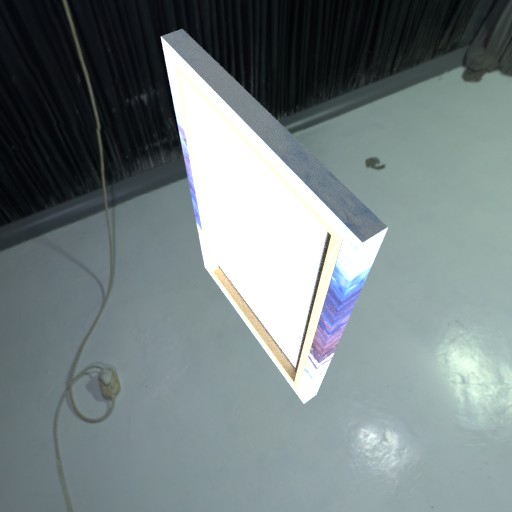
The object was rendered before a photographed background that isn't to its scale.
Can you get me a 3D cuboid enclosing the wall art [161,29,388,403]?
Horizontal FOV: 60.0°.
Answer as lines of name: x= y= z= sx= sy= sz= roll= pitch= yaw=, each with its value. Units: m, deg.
wall art: x=0.000 y=0.000 z=1.107 sx=0.048 sy=0.874 sz=0.583 roll=-30 pitch=63 yaw=-17
